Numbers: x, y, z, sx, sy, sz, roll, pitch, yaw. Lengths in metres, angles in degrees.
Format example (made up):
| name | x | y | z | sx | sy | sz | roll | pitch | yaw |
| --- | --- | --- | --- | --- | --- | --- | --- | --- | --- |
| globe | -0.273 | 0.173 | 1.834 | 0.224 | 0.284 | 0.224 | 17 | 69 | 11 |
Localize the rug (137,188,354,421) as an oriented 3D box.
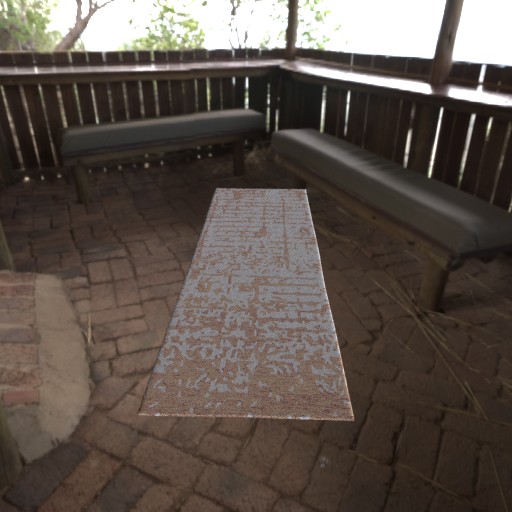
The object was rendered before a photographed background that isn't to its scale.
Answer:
| name | x | y | z | sx | sy | sz | roll | pitch | yaw |
| --- | --- | --- | --- | --- | --- | --- | --- | --- | --- |
| rug | 0.000 | 0.000 | 2.609 | 0.750 | 0.011 | 2.435 | 1 | 27 | 2 |
